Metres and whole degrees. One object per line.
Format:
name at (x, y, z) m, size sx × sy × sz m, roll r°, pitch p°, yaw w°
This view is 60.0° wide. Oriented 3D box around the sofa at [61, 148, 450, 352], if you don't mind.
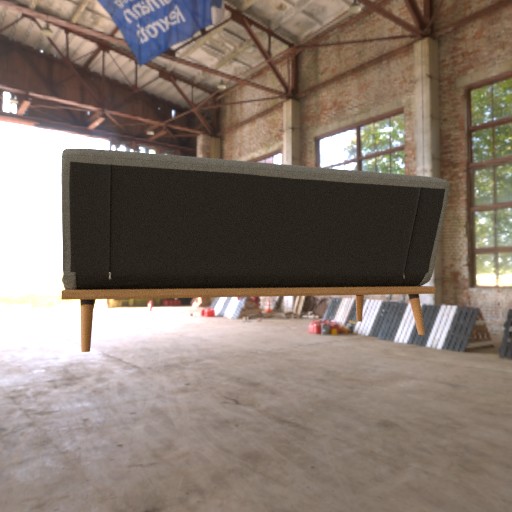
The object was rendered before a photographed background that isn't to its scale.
sofa at (0.000, 0.000, 2.280) m, size 1.820 × 0.800 × 0.800 m, roll 1°, pitch -2°, yaw -18°
